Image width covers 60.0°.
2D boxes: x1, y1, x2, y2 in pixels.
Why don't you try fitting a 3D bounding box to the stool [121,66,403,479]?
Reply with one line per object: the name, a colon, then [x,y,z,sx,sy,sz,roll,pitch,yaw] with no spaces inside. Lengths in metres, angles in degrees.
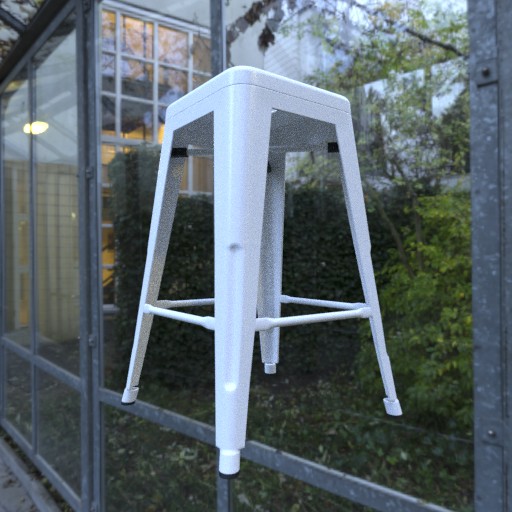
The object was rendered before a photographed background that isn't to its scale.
stool: [0.000,0.000,0.882,0.406,0.610,0.406,0,0,-37]
